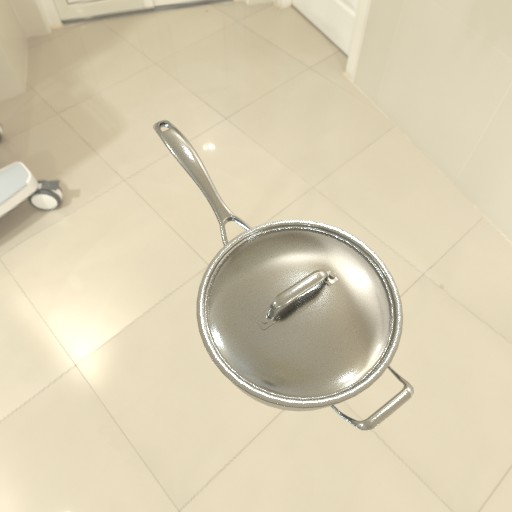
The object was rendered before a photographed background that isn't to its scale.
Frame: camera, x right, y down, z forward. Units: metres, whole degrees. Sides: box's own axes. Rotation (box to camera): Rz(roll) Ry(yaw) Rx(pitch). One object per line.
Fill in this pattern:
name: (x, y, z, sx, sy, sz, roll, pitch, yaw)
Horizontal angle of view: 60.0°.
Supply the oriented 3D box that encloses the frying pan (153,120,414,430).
frying pan: (0.000, 0.000, 0.578, 0.245, 0.111, 0.492, -31, 63, -18)
